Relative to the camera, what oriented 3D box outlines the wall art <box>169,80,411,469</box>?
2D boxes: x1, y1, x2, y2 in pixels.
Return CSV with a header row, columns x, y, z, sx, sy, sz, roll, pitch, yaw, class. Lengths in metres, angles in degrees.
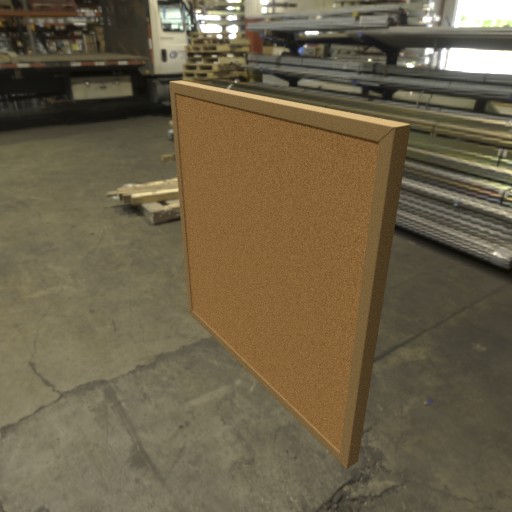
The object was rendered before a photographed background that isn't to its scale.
x,y,z,sx,sy,sz,roll,pitch,yaw,class
0.000,0.000,1.116,0.037,0.761,0.761,-18,32,-31,wall art
